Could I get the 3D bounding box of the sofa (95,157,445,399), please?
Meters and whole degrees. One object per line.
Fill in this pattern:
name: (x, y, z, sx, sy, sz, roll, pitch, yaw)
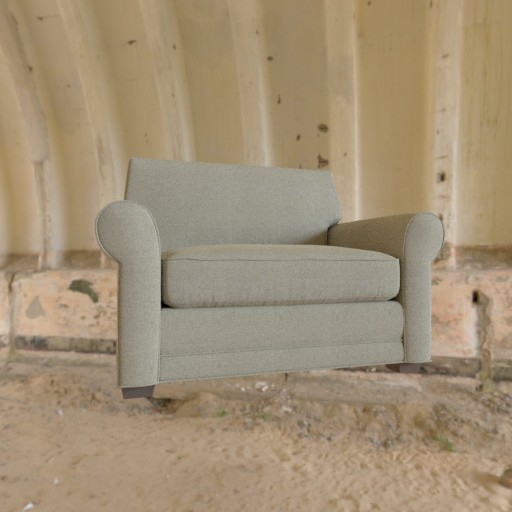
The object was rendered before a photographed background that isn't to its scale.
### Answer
sofa: (0.000, 0.000, 2.087, 1.405, 0.991, 0.936, 0, 0, -18)
